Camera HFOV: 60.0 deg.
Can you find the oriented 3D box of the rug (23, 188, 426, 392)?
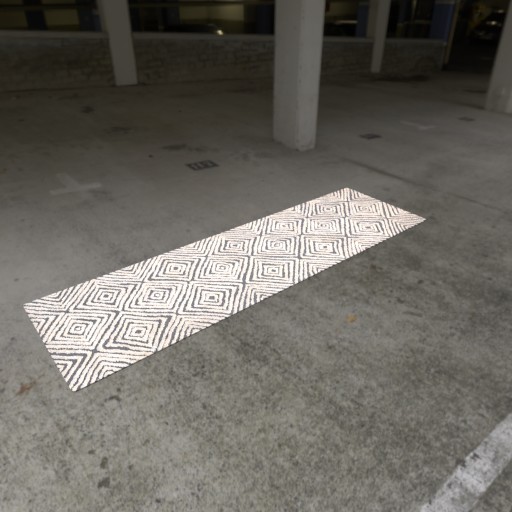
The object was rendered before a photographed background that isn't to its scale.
[{"bbox_3d":[0.000,0.000,2.471,2.277,0.008,0.676,-23,38,-32],"label":"rug"}]
